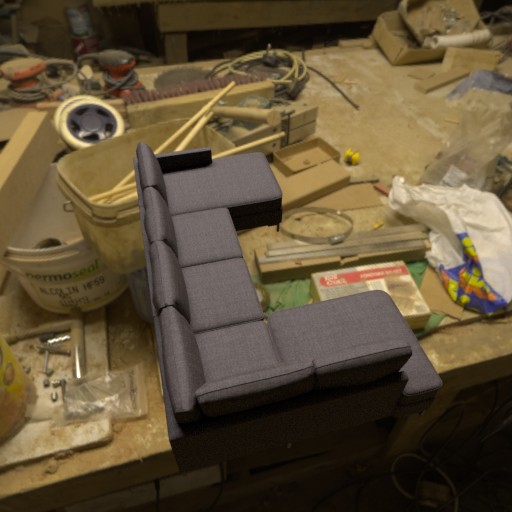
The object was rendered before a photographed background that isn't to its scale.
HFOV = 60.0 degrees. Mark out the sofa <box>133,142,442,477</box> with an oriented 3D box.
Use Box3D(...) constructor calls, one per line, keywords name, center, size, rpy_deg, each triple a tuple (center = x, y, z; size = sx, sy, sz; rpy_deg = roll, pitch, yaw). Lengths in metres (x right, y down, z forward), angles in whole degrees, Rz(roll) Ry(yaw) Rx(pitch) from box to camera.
Box3D(name="sofa", center=(0.000, 0.000, 4.318), size=(2.048, 0.999, 3.423), rpy_deg=(-11, 47, -10))
